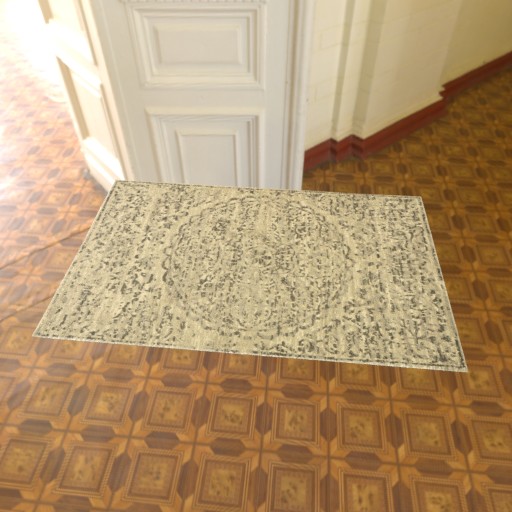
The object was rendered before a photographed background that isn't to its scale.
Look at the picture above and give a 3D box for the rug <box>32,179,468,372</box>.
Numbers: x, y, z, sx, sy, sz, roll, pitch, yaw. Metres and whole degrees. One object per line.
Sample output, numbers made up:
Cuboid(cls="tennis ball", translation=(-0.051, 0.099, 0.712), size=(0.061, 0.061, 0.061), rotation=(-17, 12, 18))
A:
Cuboid(cls="rug", translation=(0.000, 0.000, 3.002), size=(2.447, 0.021, 1.527), rotation=(4, 46, 4))
